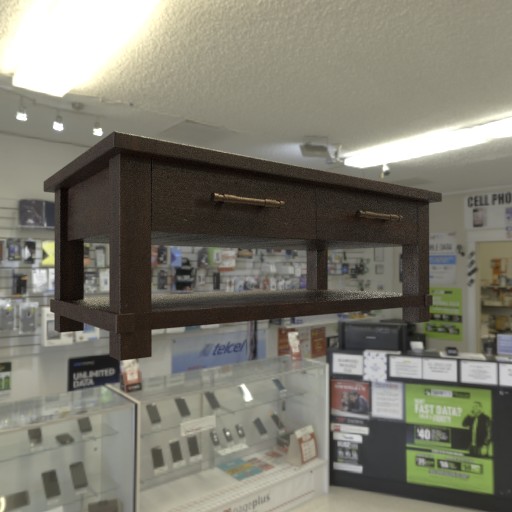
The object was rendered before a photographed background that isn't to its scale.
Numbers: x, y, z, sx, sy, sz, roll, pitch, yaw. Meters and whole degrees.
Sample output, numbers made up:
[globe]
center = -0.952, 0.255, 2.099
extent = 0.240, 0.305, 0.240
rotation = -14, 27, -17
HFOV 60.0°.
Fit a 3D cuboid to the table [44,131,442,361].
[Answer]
[table]
center = 0.000, 0.000, 1.585
extent = 1.270, 0.494, 0.700
rotation = 1, -2, -37
